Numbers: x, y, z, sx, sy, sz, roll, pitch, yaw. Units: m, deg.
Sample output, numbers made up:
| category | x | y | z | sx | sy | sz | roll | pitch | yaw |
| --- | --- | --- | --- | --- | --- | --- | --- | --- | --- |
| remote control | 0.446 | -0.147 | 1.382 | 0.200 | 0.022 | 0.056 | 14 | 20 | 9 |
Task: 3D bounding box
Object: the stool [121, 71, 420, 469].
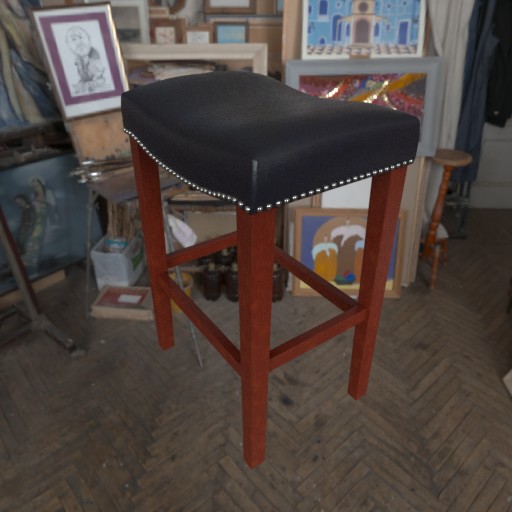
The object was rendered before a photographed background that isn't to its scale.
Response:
| category | x | y | z | sx | sy | sz | roll | pitch | yaw |
| --- | --- | --- | --- | --- | --- | --- | --- | --- | --- |
| stool | 0.000 | 0.000 | 1.035 | 0.372 | 0.742 | 0.504 | -21 | 38 | -29 |
